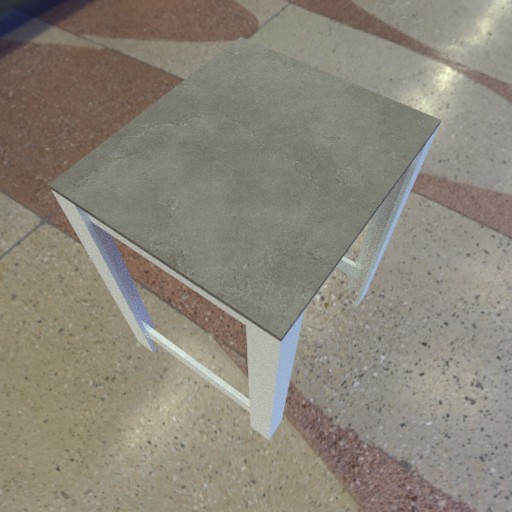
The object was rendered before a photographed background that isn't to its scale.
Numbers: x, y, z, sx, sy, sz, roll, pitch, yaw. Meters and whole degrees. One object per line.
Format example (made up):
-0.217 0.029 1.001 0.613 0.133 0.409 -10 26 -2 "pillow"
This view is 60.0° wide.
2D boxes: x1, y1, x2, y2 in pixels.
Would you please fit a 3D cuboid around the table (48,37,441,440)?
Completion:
0.000 0.000 1.596 0.700 1.020 0.800 31 62 19 "table"
